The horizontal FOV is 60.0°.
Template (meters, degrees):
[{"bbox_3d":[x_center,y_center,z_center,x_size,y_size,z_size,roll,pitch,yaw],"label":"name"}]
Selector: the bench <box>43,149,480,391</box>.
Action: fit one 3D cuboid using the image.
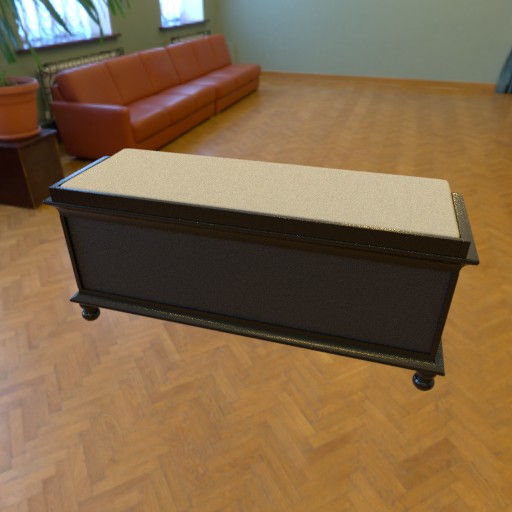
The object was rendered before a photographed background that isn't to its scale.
[{"bbox_3d":[0.000,0.000,1.424,1.185,0.501,0.402,9,32,14],"label":"bench"}]
